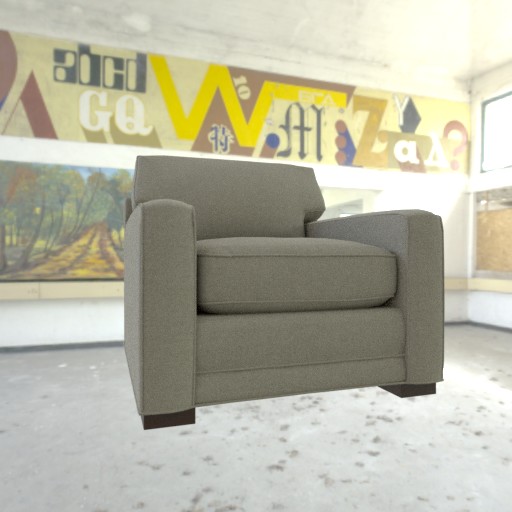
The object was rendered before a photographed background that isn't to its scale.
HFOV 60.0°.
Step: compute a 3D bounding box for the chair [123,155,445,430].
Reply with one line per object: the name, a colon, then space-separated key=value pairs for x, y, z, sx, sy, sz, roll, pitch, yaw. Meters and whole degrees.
chair: x=0.000 y=0.000 z=1.798 sx=0.999 sy=0.934 sz=1.044 roll=0 pitch=0 yaw=-19
